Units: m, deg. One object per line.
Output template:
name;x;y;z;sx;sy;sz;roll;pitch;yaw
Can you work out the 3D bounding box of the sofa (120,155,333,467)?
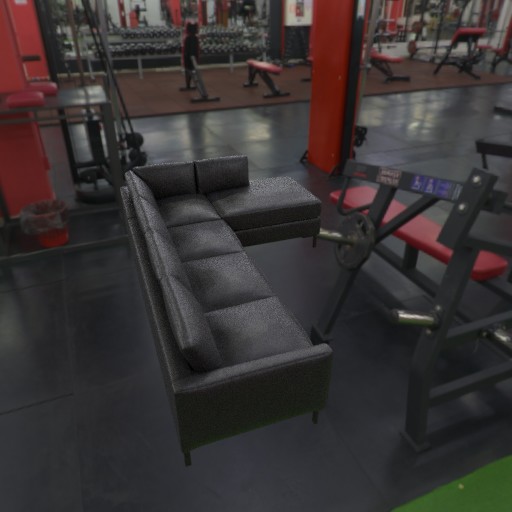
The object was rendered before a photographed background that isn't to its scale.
sofa;0.000;0.000;3.776;1.938;0.877;2.984;-10;32;-17
